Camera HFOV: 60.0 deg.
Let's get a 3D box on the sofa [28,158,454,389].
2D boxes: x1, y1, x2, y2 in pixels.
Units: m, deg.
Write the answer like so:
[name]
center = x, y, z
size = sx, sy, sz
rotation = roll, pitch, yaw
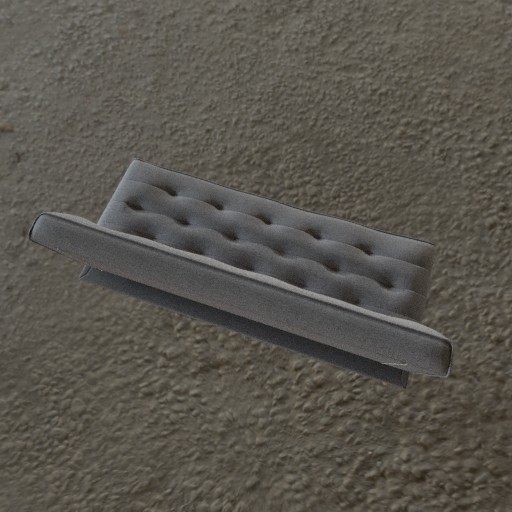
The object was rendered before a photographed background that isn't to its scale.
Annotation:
[sofa]
center = 0.000, 0.000, 2.288
size = 1.820, 0.830, 0.810
rotation = 17, 66, 8
